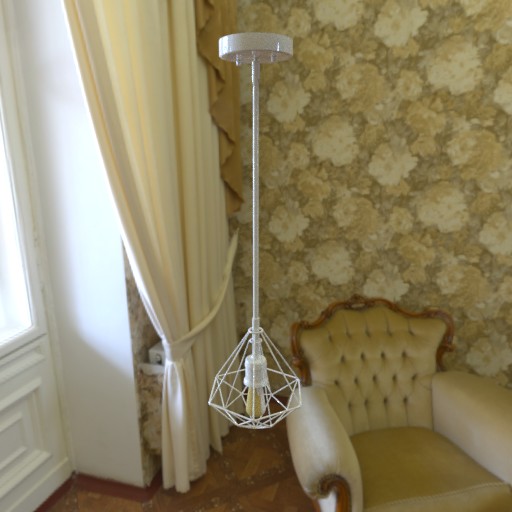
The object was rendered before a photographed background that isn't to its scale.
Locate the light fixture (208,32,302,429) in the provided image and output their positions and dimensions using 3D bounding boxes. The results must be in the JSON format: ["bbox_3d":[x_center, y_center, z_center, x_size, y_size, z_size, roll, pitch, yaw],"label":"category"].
[{"bbox_3d":[0.000,0.000,1.984,0.487,1.764,0.431,-7,16,-26],"label":"light fixture"}]
